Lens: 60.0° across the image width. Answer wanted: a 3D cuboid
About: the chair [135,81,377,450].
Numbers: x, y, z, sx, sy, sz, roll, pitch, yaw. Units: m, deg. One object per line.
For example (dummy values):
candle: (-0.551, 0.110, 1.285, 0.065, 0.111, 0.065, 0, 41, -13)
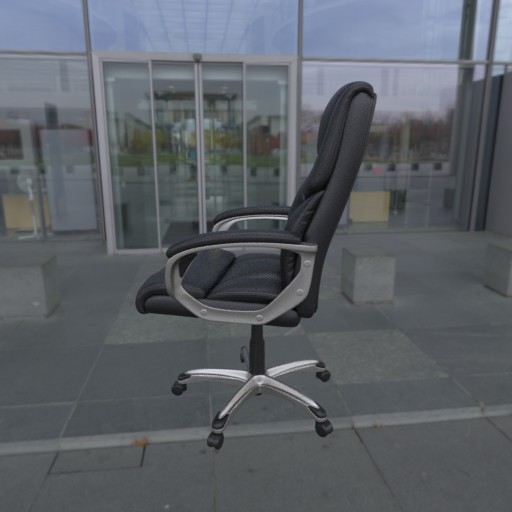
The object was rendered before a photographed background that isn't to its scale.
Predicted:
chair: (0.000, 0.000, 1.599, 0.739, 1.155, 0.663, 2, 14, 8)
